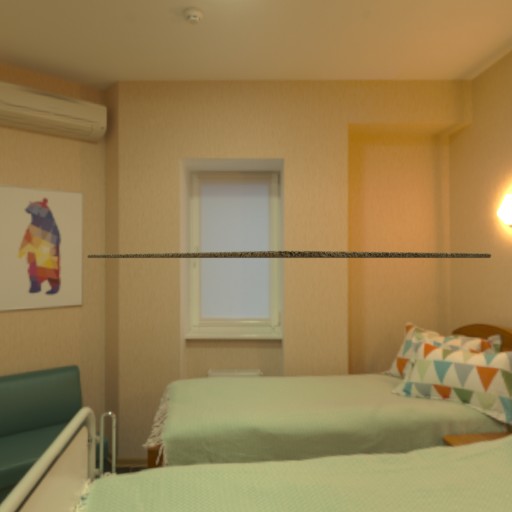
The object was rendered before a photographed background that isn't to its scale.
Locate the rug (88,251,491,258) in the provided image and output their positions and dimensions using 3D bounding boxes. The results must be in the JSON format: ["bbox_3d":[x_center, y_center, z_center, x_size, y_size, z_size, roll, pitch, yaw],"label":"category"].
[{"bbox_3d":[0.000,0.000,3.438,1.778,0.030,2.743,0,0,-37],"label":"rug"}]
